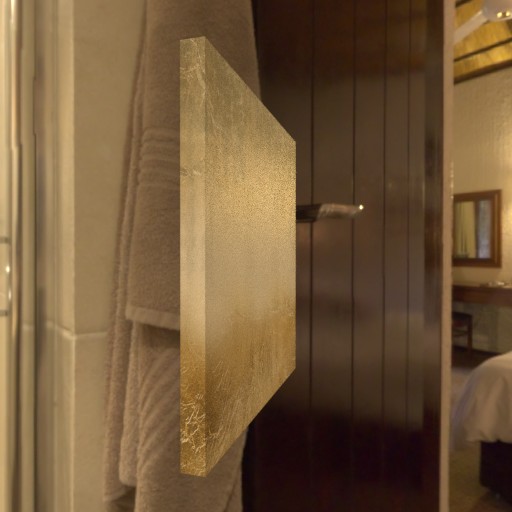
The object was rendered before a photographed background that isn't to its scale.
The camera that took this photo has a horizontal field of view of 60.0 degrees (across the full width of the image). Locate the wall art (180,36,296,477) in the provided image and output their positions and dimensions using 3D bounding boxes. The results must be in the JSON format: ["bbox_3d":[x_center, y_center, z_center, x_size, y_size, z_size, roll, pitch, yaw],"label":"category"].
[{"bbox_3d":[0.000,0.000,0.911,0.038,0.610,0.610,0,0,17],"label":"wall art"}]
